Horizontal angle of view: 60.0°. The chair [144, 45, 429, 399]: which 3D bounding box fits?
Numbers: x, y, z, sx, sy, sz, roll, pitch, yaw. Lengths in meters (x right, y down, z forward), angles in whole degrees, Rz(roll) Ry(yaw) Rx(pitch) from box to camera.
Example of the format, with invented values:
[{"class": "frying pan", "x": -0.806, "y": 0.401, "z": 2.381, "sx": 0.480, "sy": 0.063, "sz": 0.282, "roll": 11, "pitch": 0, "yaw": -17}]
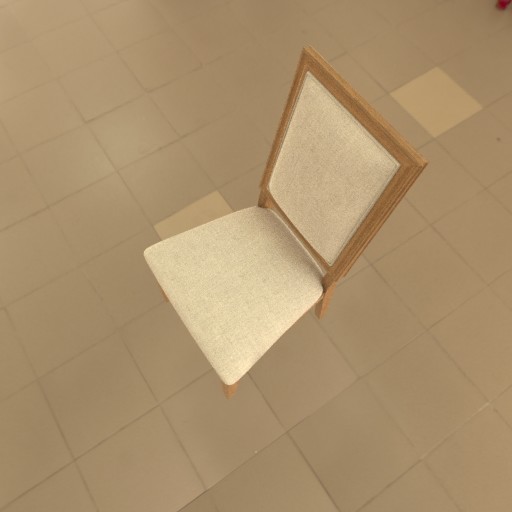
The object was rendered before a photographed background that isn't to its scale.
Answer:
[{"class": "chair", "x": 0.000, "y": 0.000, "z": 1.378, "sx": 0.601, "sy": 0.988, "sz": 0.536, "roll": -32, "pitch": 70, "yaw": -13}]
